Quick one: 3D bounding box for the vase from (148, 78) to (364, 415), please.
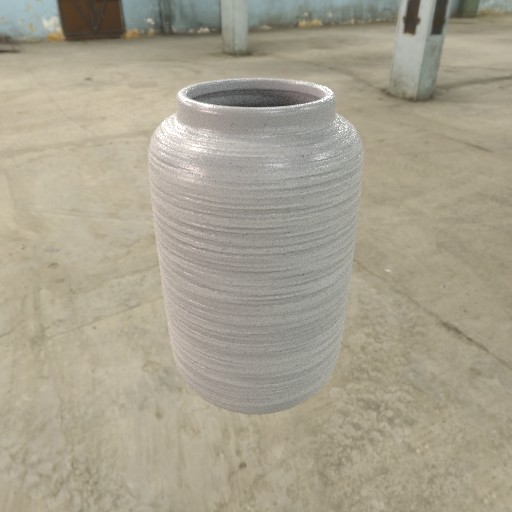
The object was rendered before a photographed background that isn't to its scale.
[{"bbox_3d":[0.000,0.000,0.472,0.202,0.335,0.202,0,31,0],"label":"vase"}]
